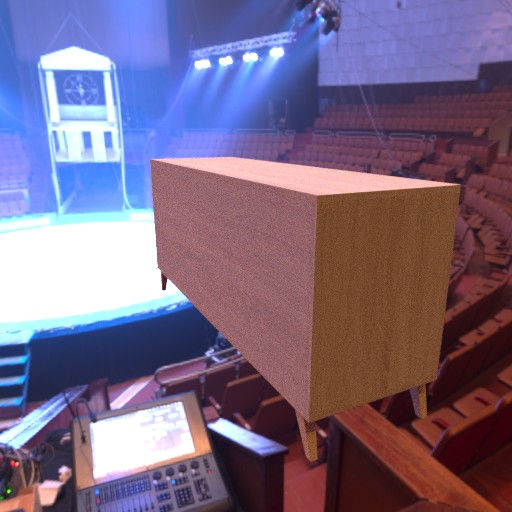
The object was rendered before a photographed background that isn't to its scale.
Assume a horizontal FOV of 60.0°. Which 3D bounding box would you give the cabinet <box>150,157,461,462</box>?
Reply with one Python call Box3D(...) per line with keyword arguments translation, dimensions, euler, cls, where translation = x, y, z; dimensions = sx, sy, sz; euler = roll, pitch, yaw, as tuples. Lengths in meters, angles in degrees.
Box3D(translation=(0.000, 0.000, 1.992), dimensions=(0.500, 0.780, 1.649), euler=(-8, 17, -26), cls="cabinet")
